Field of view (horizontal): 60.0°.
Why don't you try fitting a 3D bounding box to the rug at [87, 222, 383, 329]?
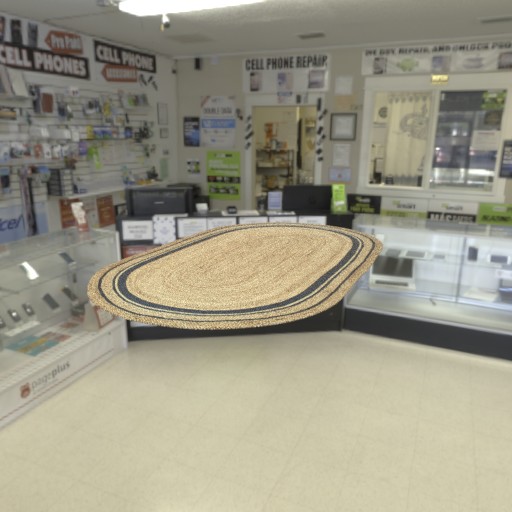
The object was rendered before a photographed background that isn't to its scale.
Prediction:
[{"bbox_3d":[0.000,0.000,3.037,1.520,0.006,2.432,8,17,25],"label":"rug"}]
